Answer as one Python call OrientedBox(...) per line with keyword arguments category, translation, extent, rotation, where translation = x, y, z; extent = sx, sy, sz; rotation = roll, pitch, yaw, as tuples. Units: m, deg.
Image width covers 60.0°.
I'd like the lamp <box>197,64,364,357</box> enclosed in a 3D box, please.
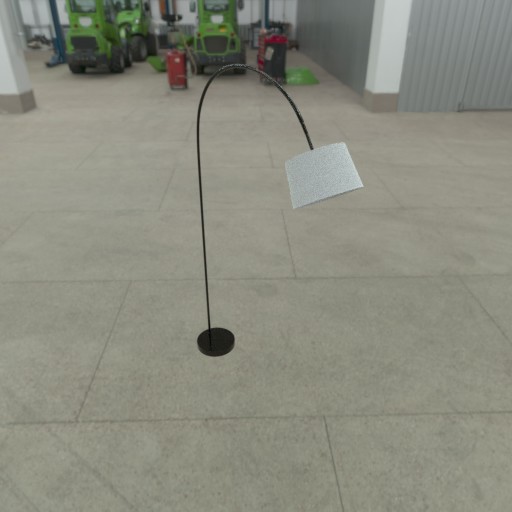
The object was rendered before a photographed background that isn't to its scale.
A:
OrientedBox(category="lamp", translation=(0.000, 0.000, 2.660), extent=(0.331, 2.104, 1.363), rotation=(-21, 36, -32))
